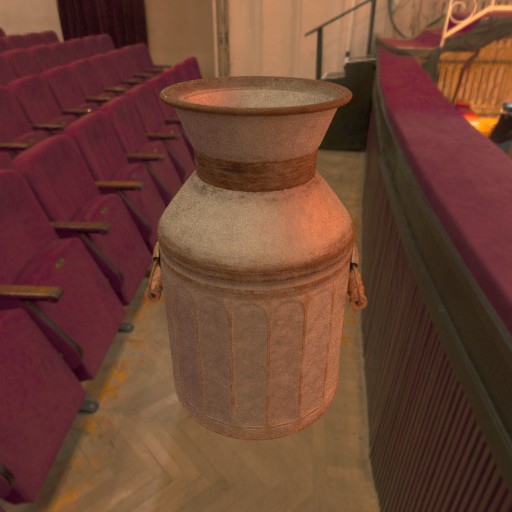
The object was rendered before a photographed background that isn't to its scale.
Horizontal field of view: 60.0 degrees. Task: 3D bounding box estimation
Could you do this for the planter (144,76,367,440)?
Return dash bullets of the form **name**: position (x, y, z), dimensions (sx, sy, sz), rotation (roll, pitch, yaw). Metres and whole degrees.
- **planter**: position (0.000, 0.000, 0.501), dimensions (0.248, 0.358, 0.215), rotation (2, 30, 3)
